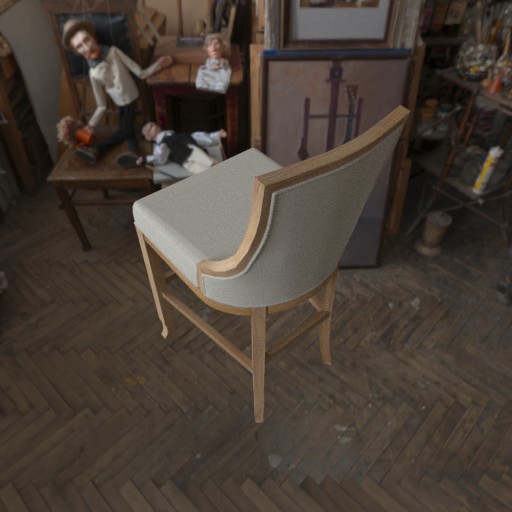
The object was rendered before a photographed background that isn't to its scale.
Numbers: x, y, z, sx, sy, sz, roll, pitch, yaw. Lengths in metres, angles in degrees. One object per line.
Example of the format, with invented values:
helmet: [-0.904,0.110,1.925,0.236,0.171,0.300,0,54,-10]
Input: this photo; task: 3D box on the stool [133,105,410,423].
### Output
stool: [0.000,0.000,1.442,0.524,1.101,0.626,-31,53,-27]
